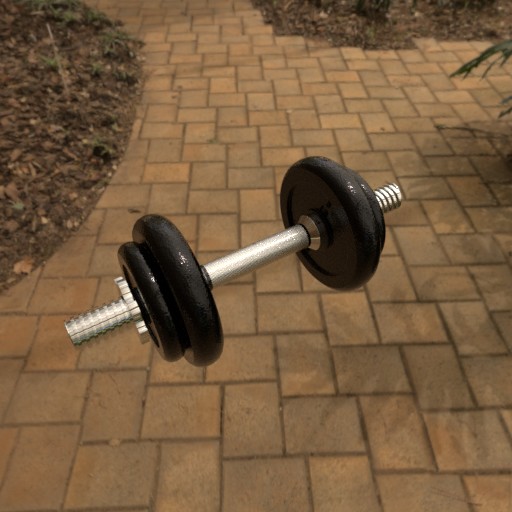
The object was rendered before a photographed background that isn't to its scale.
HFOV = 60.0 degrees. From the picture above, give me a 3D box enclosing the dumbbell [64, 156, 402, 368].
[{"bbox_3d":[0.000,0.000,0.596,0.497,0.202,0.202,-24,51,-21],"label":"dumbbell"}]
